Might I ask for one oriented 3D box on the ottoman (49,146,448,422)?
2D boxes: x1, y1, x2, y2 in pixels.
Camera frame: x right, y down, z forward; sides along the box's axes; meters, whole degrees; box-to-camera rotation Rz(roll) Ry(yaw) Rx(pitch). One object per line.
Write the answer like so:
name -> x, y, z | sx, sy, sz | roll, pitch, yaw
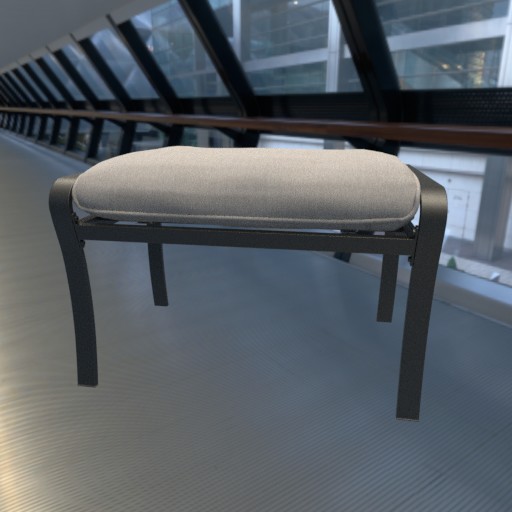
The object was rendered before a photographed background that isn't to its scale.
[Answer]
ottoman -> 0.000, 0.000, 0.896 | 0.610, 0.422, 0.406 | 3, 18, 9
